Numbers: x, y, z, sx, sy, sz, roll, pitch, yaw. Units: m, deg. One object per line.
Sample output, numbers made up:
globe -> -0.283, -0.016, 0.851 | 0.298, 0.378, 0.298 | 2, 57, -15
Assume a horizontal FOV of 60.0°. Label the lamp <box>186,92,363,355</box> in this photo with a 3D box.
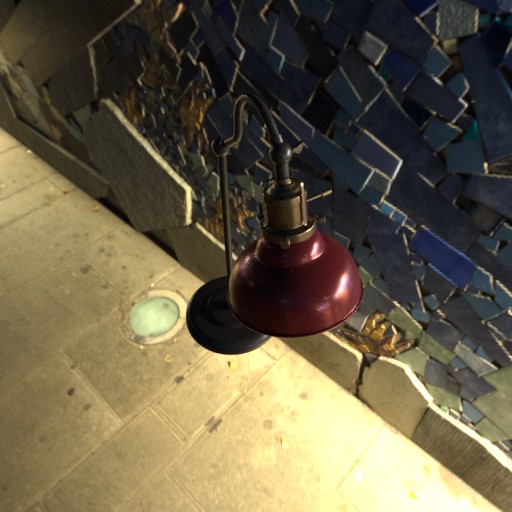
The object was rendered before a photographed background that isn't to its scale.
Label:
lamp -> 0.000, 0.000, 0.674 | 0.192, 0.508, 0.374 | -24, 51, -21
